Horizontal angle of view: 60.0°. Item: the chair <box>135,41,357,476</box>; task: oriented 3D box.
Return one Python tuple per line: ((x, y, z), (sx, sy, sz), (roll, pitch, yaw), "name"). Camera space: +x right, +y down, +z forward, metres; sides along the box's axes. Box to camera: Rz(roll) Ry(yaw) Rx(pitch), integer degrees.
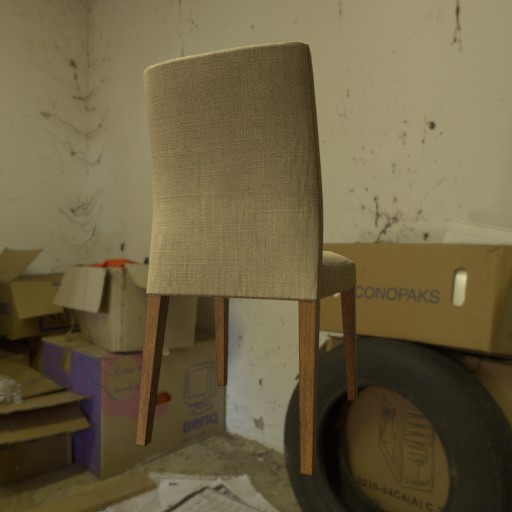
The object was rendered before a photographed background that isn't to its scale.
((0.000, 0.000, 1.269), (0.496, 0.940, 0.585), (0, 0, 20), "chair")
